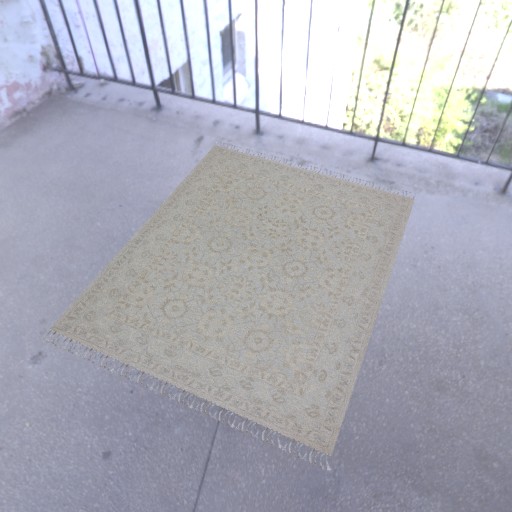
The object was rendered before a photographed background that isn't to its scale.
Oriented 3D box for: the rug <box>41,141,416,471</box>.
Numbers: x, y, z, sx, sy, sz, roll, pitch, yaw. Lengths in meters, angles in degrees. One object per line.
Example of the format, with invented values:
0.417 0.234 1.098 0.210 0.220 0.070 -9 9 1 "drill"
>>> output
0.000 0.000 4.130 2.444 0.013 3.043 19 51 16 "rug"
